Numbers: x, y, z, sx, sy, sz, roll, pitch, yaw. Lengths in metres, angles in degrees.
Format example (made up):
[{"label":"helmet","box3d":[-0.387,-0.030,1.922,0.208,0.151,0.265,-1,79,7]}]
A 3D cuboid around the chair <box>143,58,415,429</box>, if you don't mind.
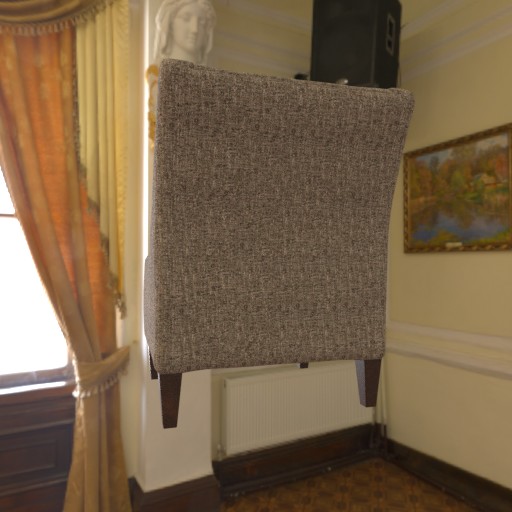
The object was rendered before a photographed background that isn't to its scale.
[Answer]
[{"label":"chair","box3d":[0.000,0.000,1.618,0.774,1.014,0.870,0,-1,-17]}]
